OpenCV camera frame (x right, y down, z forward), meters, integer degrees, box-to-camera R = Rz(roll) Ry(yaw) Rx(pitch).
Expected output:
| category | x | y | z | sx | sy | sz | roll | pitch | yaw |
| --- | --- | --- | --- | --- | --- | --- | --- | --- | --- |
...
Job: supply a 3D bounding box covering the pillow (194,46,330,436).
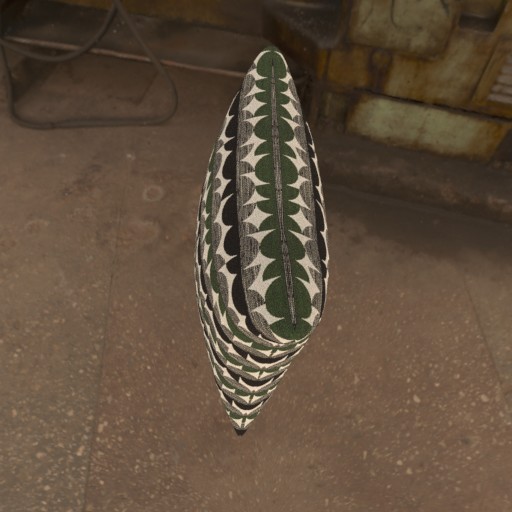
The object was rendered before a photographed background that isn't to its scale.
| category | x | y | z | sx | sy | sz | roll | pitch | yaw |
| --- | --- | --- | --- | --- | --- | --- | --- | --- | --- |
| pillow | 0.000 | 0.000 | 0.643 | 0.180 | 0.404 | 0.419 | -1 | 58 | -1 |
